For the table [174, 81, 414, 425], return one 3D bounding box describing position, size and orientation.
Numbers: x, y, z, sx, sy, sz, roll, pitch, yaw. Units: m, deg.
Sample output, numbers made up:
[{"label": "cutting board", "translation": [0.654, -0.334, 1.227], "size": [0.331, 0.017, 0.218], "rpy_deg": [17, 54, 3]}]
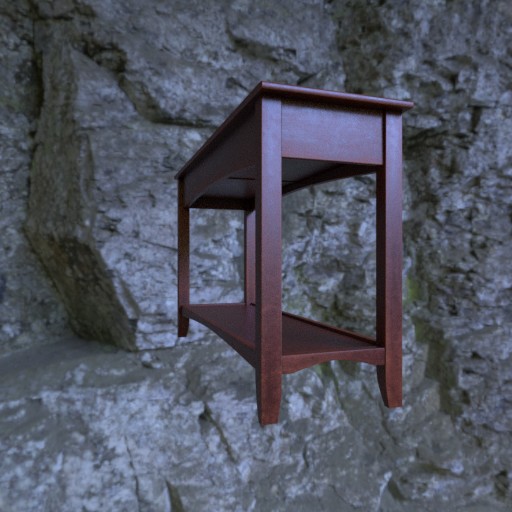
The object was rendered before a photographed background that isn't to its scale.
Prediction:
[{"label": "table", "translation": [0.000, 0.000, 1.557], "size": [0.392, 0.739, 1.188], "rpy_deg": [0, 0, -19]}]
